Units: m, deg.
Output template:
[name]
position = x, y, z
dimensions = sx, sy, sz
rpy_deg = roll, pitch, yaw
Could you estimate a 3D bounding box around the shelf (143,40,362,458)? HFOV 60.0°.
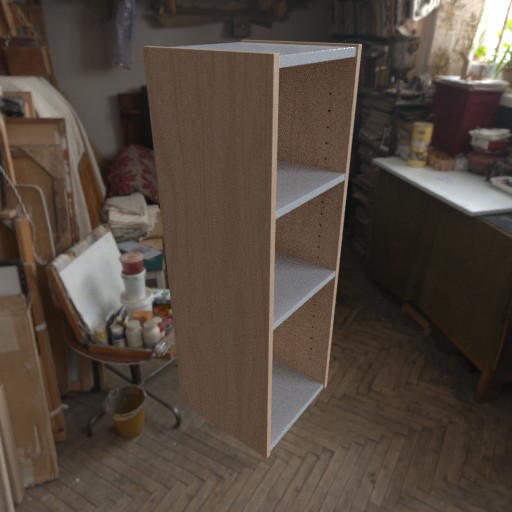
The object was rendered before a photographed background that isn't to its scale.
[shelf]
position = 0.000, 0.000, 1.047
dimensions = 0.290, 0.900, 0.300
rpy_deg = 20, 34, 32
